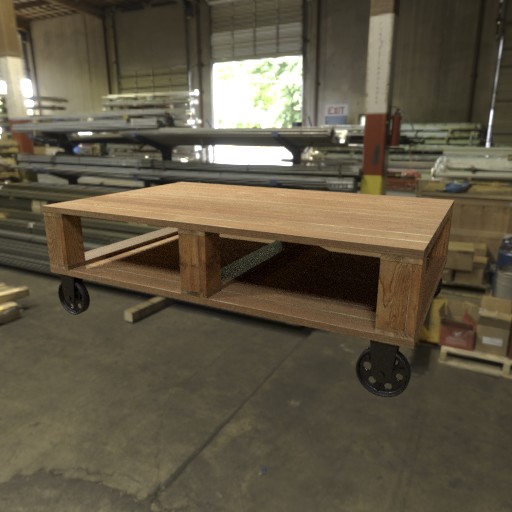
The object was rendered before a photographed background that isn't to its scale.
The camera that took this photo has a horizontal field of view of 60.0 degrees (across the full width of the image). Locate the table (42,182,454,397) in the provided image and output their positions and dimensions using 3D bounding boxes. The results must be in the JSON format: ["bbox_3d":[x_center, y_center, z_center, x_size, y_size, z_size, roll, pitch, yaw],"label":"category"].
[{"bbox_3d":[0.000,0.000,1.709,1.299,0.413,0.827,8,18,26],"label":"table"}]
